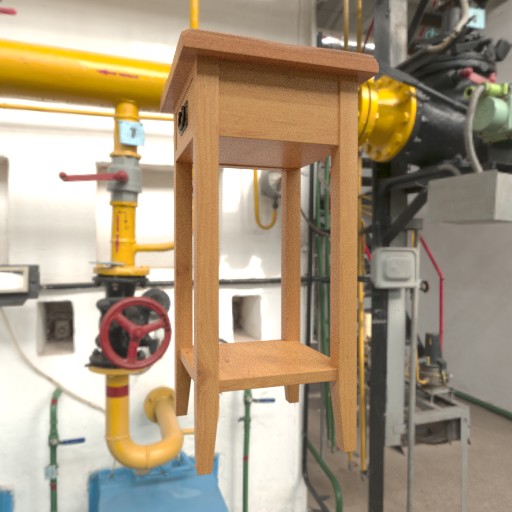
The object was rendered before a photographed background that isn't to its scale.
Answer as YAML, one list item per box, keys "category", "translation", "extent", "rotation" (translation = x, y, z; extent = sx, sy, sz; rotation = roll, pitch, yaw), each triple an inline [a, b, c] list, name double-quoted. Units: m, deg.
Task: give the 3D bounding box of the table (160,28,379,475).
- category: "table"
  translation: [0.000, 0.000, 0.938]
  extent: [0.360, 0.740, 0.360]
  rotation: [0, 1, -18]
